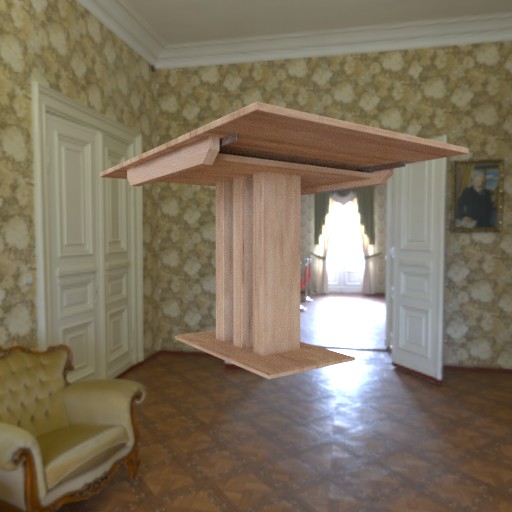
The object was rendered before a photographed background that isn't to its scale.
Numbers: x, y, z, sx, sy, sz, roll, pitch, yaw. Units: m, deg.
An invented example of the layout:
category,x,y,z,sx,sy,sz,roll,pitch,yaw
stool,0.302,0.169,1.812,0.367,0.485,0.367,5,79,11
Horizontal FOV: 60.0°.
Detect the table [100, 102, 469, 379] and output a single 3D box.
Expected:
category,x,y,z,sx,sy,sz,roll,pitch,yaw
table,0.000,0.000,1.831,0.900,0.770,1.300,-1,2,-35
